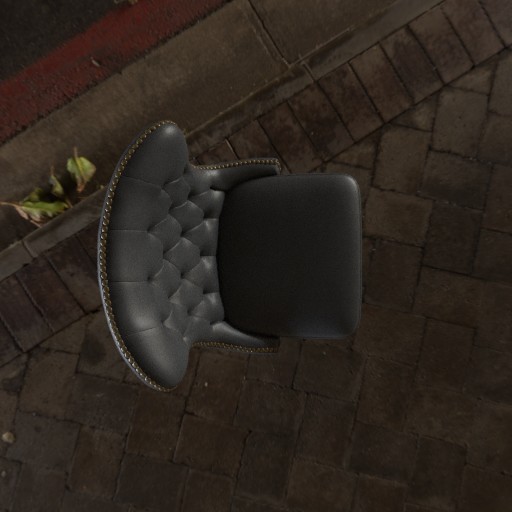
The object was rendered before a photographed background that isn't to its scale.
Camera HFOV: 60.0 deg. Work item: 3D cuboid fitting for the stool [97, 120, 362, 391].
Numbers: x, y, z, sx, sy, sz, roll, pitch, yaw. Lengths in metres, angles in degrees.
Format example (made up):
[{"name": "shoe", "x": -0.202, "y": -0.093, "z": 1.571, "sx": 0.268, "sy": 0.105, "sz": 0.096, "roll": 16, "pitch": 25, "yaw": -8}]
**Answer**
[{"name": "stool", "x": 0.000, "y": 0.000, "z": 1.290, "sx": 0.593, "sy": 0.971, "sz": 0.528, "roll": 0, "pitch": 90, "yaw": 0}]
